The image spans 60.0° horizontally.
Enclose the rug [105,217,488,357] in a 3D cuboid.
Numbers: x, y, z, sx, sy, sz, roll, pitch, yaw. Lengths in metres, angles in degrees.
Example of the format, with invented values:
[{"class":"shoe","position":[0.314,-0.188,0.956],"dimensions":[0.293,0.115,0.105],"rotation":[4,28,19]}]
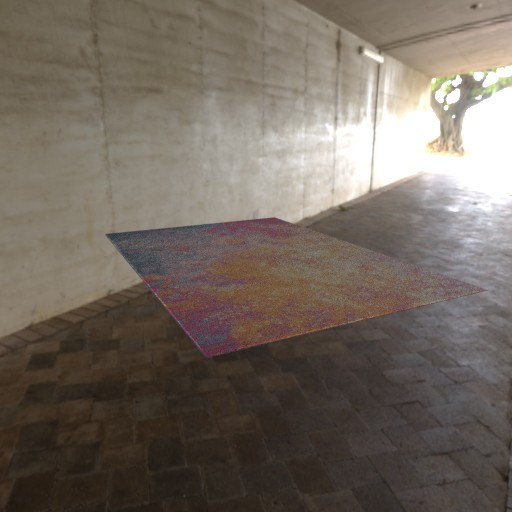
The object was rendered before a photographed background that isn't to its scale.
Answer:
[{"class":"rug","position":[0.000,0.000,3.754],"dimensions":[2.007,0.013,2.896],"rotation":[-8,18,-26]}]
